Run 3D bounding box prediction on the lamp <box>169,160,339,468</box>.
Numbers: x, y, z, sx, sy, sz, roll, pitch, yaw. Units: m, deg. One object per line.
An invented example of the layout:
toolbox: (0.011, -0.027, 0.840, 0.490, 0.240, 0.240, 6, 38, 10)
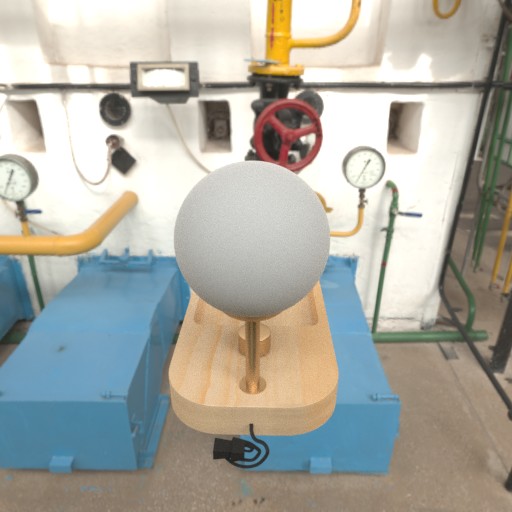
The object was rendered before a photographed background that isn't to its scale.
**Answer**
lamp: (0.000, 0.000, 0.479, 0.173, 0.253, 0.331, 1, 26, 1)
